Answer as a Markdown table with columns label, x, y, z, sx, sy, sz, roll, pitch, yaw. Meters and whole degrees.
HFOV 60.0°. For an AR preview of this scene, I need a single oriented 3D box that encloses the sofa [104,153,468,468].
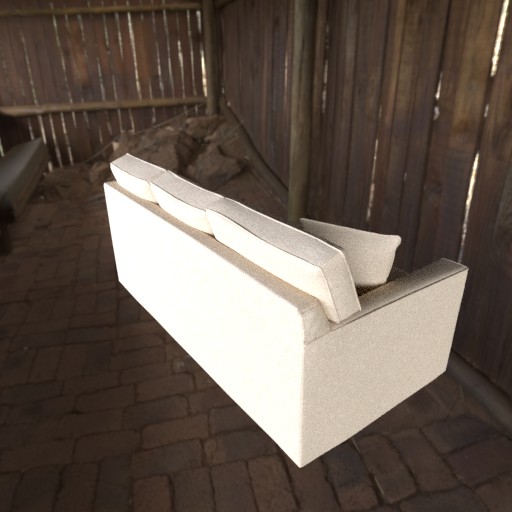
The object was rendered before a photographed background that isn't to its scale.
| label | x | y | z | sx | sy | sz | roll | pitch | yaw |
| --- | --- | --- | --- | --- | --- | --- | --- | --- | --- |
| sofa | 0.000 | 0.000 | 2.530 | 1.034 | 0.946 | 1.962 | -17 | 29 | -33 |
